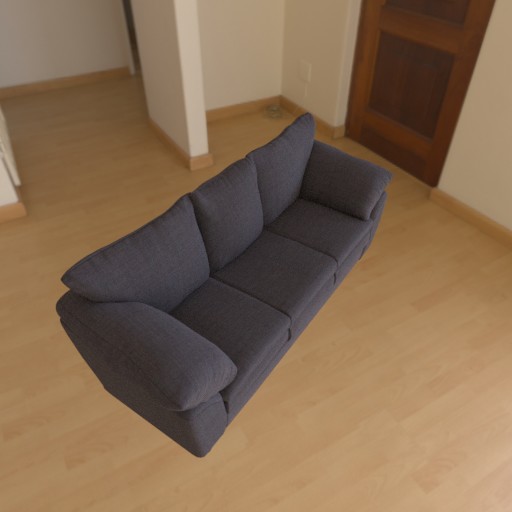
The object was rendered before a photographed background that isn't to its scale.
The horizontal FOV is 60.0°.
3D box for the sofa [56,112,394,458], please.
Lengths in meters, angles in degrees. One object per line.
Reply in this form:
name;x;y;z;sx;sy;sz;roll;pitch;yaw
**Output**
sofa;0.000;0.000;2.804;0.883;1.080;2.336;24;46;26
